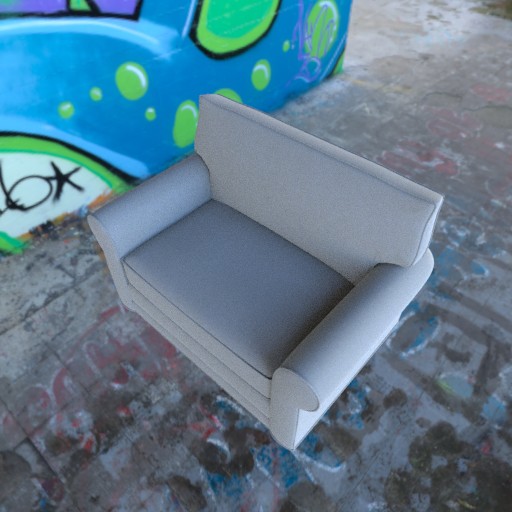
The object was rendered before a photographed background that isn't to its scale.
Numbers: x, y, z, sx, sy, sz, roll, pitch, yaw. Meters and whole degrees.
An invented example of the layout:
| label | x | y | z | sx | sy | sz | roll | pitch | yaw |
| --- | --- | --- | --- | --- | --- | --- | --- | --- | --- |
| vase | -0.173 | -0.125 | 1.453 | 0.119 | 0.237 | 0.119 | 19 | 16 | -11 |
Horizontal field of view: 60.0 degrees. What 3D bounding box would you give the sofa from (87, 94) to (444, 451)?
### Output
| label | x | y | z | sx | sy | sz | roll | pitch | yaw |
| --- | --- | --- | --- | --- | --- | --- | --- | --- | --- |
| sofa | 0.000 | 0.000 | 2.130 | 1.405 | 1.006 | 0.937 | 33 | 55 | 28 |
